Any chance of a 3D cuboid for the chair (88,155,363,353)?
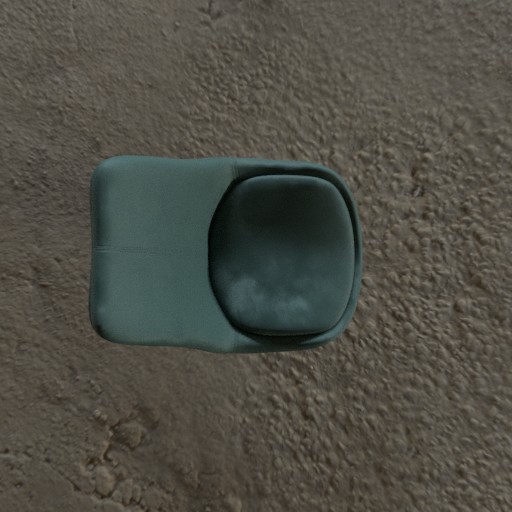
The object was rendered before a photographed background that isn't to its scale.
[{"bbox_3d":[0.000,0.000,1.168,0.547,0.865,0.483,0,88,2],"label":"chair"}]
